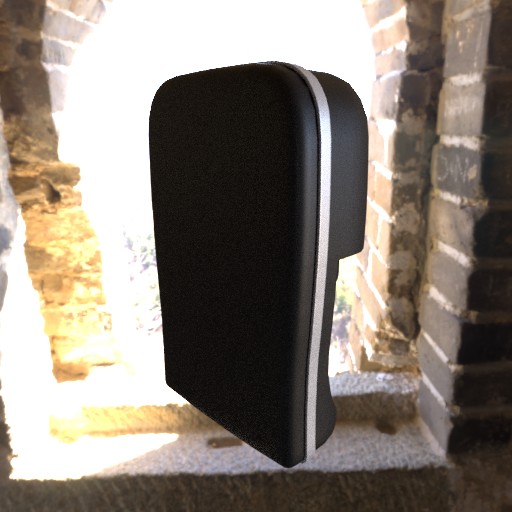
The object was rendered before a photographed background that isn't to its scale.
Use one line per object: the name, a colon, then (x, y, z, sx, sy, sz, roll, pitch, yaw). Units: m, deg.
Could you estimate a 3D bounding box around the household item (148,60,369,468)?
household item: (0.000, 0.000, 0.147, 0.038, 0.114, 0.070, -15, 22, -42)
